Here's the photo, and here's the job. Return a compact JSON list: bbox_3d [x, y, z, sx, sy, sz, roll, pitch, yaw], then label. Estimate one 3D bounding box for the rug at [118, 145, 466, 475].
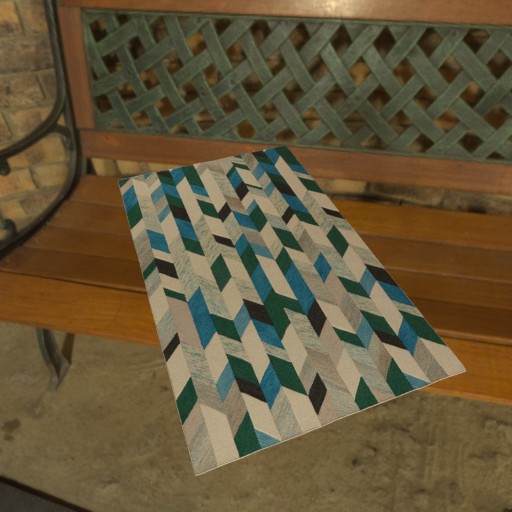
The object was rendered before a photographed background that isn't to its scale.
[{"bbox_3d":[0.000,0.000,2.995,1.507,0.007,2.433,-15,47,-14],"label":"rug"}]
